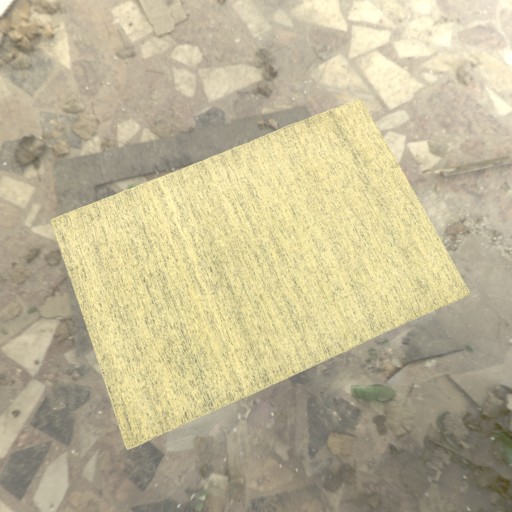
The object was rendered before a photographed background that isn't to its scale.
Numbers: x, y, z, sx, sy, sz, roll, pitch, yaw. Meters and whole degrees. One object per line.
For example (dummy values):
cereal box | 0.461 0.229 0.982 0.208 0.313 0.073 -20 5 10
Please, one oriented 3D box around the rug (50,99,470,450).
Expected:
rug | 0.000 0.000 2.818 2.263 0.017 1.523 -23 77 -6
